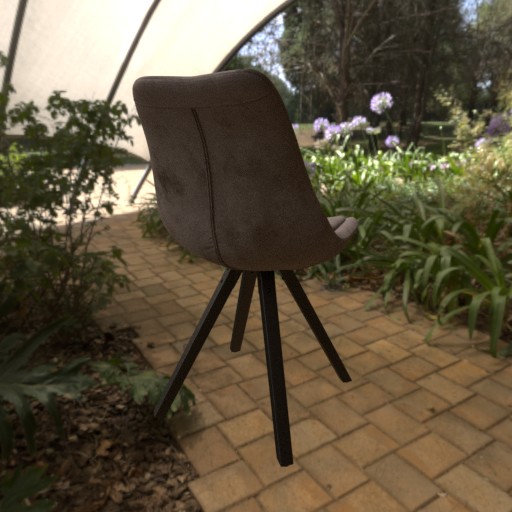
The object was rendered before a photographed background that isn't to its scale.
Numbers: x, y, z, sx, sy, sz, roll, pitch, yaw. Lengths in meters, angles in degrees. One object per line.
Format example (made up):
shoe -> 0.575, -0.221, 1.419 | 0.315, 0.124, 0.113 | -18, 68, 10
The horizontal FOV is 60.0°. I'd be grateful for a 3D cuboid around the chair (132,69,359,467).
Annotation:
chair -> 0.000, 0.000, 1.173 | 0.485, 0.850, 0.550 | 9, 18, 28
